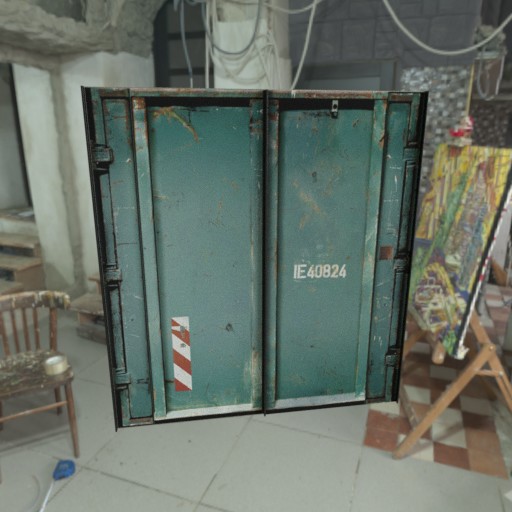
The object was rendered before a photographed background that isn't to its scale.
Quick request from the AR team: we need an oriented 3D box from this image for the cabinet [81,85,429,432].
[{"bbox_3d":[0.000,0.000,3.122,2.000,2.160,0.680,-3,16,-9],"label":"cabinet"}]
